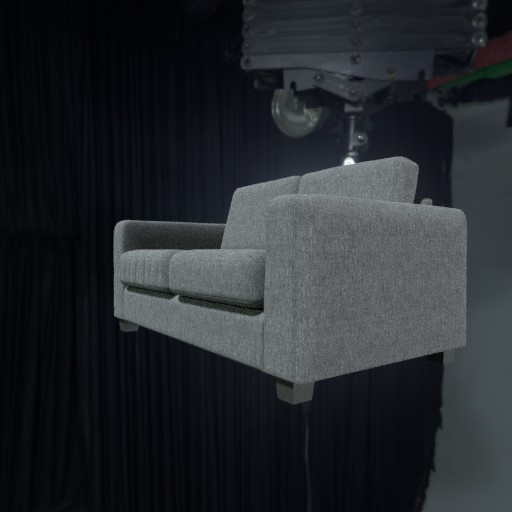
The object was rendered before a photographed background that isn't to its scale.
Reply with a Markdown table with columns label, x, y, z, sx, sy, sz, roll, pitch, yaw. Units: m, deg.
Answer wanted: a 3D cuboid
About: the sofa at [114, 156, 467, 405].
| label | x | y | z | sx | sy | sz | roll | pitch | yaw |
| --- | --- | --- | --- | --- | --- | --- | --- | --- | --- |
| sofa | 0.000 | 0.000 | 2.013 | 0.900 | 0.800 | 1.520 | -1 | 1 | -36 |
